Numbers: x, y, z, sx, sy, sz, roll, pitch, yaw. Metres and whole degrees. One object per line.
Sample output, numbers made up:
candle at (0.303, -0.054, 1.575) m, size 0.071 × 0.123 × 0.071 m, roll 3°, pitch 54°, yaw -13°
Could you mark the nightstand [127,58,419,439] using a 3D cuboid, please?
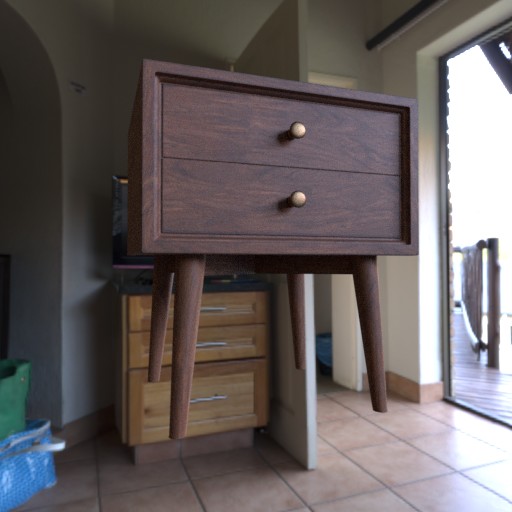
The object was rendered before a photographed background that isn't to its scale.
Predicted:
nightstand at (0.000, 0.000, 0.969) m, size 0.521 × 0.607 × 0.445 m, roll 0°, pitch -1°, yaw -19°
